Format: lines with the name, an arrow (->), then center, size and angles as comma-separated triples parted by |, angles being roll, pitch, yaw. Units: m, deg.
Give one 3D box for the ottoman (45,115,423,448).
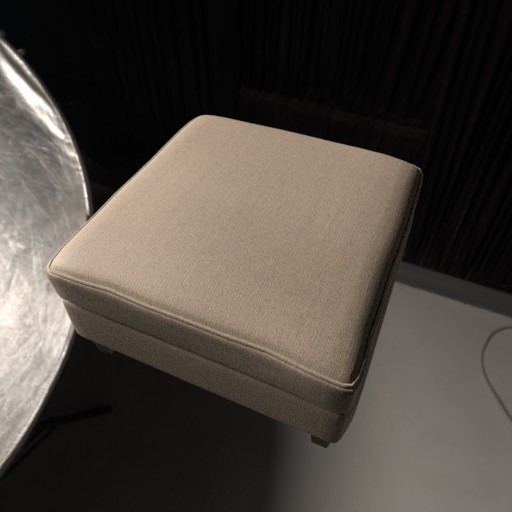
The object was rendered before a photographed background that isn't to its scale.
ottoman -> 0.000, 0.000, 1.383 | 0.838, 0.481, 0.838 | 18, 50, 16
